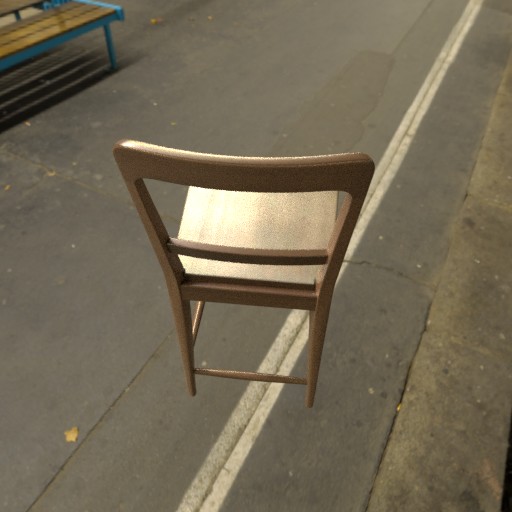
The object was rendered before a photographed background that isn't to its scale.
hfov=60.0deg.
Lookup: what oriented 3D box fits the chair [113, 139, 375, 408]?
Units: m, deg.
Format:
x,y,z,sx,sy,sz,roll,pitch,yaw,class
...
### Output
x,y,z,sx,sy,sz,roll,pitch,yaw,class
0.000,0.000,1.239,0.450,0.991,0.546,4,46,4,chair
